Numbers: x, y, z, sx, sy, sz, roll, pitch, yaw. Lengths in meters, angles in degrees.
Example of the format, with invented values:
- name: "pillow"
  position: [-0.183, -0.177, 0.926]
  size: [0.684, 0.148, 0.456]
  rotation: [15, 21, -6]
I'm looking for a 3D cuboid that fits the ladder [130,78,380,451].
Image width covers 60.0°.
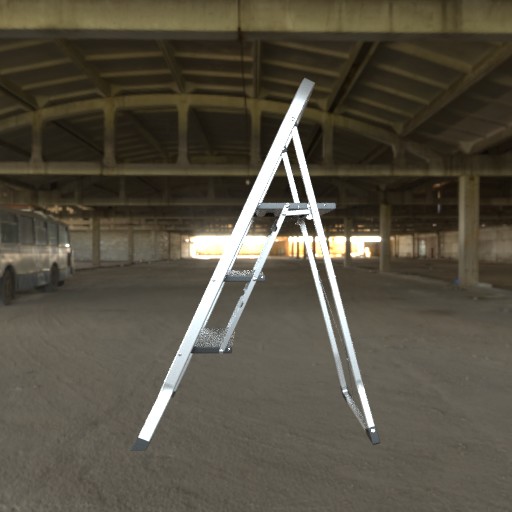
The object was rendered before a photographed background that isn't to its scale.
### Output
- name: "ladder"
  position: [0.000, 0.000, 1.452]
  size: [0.704, 1.070, 0.465]
  rotation: [0, 1, -1]
